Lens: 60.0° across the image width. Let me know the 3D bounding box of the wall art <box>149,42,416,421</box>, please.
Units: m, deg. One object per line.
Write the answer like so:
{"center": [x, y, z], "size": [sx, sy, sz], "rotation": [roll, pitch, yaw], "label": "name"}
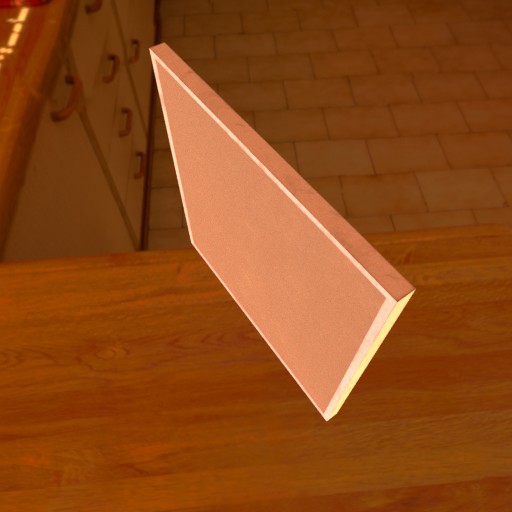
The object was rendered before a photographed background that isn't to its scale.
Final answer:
{"center": [0.000, 0.000, 1.130], "size": [0.038, 0.757, 0.760], "rotation": [-31, 62, -18], "label": "wall art"}
